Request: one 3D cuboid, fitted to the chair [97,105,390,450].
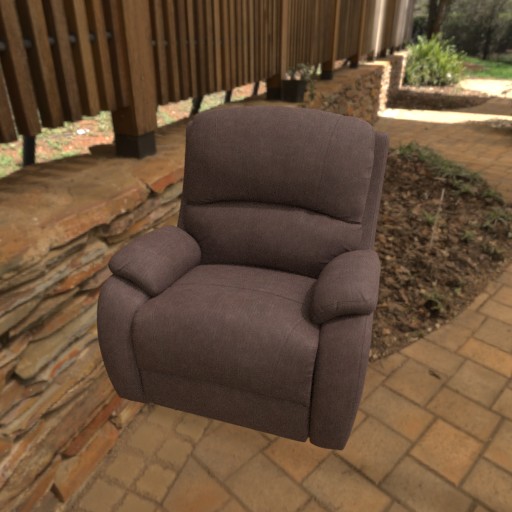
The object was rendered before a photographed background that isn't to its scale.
[{"bbox_3d":[0.000,0.000,1.704,0.930,1.011,0.899,8,29,15],"label":"chair"}]
